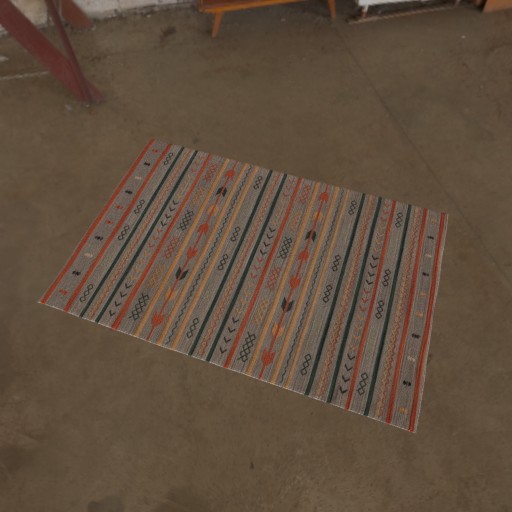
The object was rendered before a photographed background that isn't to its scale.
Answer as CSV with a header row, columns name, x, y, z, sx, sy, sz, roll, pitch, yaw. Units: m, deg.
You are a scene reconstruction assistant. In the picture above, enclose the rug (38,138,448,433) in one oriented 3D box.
name,x,y,z,sx,sy,sz,roll,pitch,yaw
rug,0.000,0.000,2.311,1.835,0.017,1.220,16,59,10
